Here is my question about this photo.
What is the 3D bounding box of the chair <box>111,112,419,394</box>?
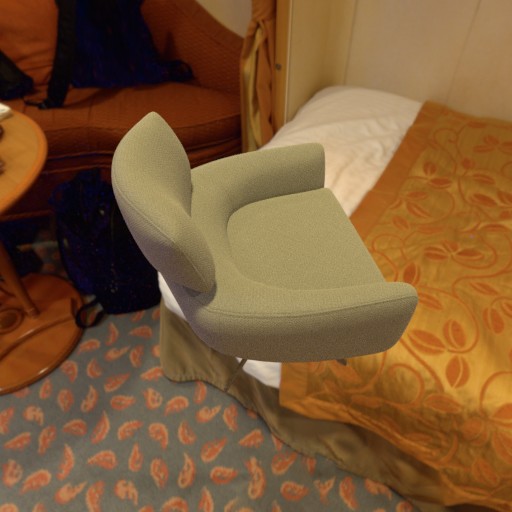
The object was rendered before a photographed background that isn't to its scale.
[{"bbox_3d":[0.000,0.000,1.411,0.730,0.810,0.760,-10,47,-10],"label":"chair"}]
